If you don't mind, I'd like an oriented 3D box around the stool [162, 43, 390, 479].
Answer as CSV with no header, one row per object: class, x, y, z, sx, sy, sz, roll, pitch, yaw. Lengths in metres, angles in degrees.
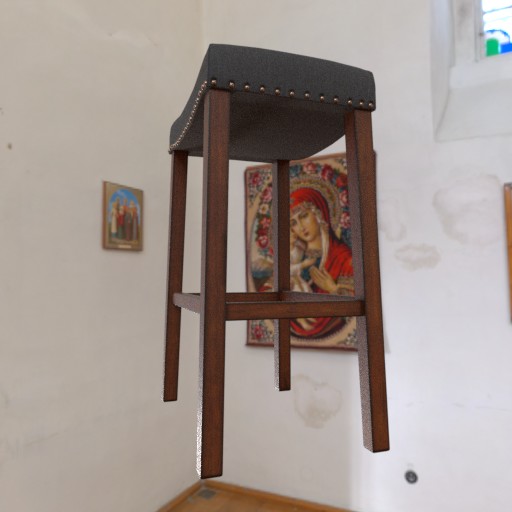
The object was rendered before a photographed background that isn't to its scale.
stool,0.000,0.000,1.037,0.366,0.760,0.502,1,-3,-19
